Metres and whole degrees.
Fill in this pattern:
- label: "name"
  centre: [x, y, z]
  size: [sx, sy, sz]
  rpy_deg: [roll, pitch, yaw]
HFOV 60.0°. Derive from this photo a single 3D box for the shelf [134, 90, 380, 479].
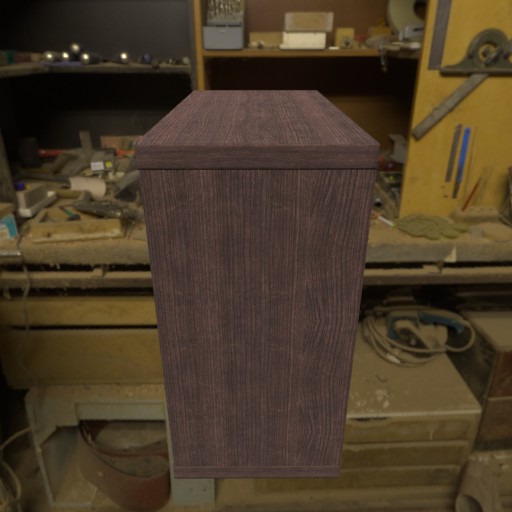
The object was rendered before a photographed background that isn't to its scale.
- label: "shelf"
  centre: [0.000, 0.000, 1.231]
  size: [0.390, 0.786, 0.790]
  rpy_deg: [0, 26, 0]
